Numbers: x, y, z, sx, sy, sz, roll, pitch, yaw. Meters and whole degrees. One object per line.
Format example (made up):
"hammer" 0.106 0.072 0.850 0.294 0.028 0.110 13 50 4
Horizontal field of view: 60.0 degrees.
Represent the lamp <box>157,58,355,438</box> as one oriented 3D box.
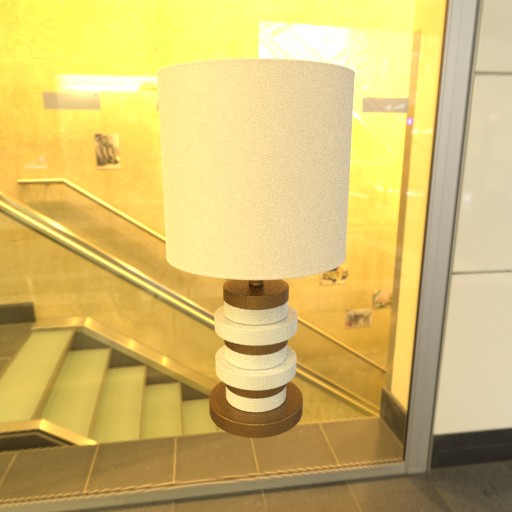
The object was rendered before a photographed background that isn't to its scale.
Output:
"lamp" 0.000 0.000 0.528 0.210 0.410 0.210 -7 16 -27
